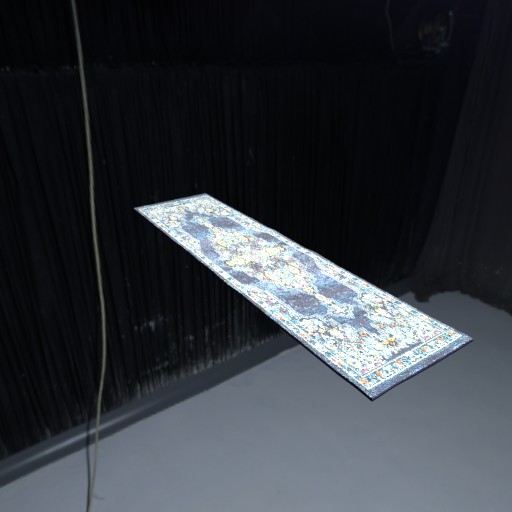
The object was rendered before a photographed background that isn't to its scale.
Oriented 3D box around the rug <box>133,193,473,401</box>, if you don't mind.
[{"bbox_3d":[0.000,0.000,2.503,0.602,0.016,2.283,-17,31,-30],"label":"rug"}]
